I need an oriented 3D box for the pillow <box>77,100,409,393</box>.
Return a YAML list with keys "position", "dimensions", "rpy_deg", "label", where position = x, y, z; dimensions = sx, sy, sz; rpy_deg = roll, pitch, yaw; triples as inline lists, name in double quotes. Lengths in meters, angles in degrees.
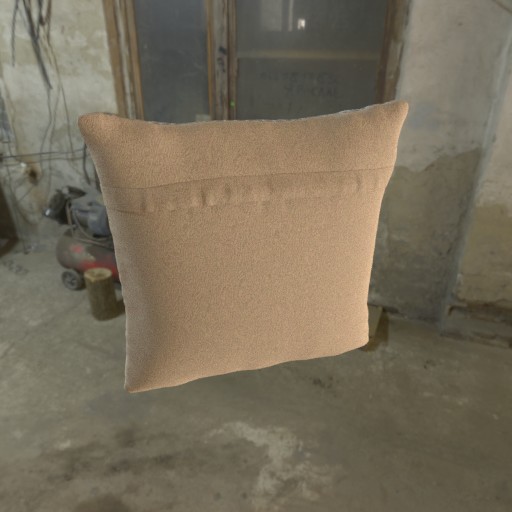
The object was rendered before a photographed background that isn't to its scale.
- position: [0.000, 0.000, 0.701]
  dimensions: [0.459, 0.458, 0.181]
  rpy_deg: [-8, 28, -15]
  label: "pillow"
